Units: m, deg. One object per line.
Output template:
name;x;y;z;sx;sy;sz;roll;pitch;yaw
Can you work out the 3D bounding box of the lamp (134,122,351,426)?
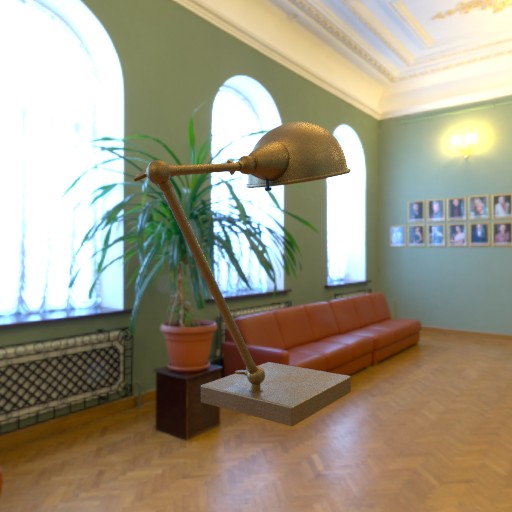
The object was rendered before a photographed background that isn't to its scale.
lamp;0.000;0.000;0.546;0.149;0.371;0.339;0;0;36
